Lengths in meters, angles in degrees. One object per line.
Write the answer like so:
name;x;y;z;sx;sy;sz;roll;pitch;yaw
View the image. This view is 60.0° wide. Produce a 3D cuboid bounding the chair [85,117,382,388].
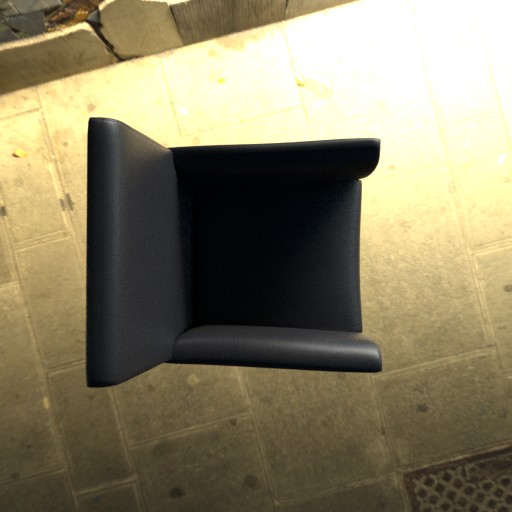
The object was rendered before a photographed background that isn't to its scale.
chair;0.000;0.000;1.465;0.772;0.951;0.683;0;89;-1
